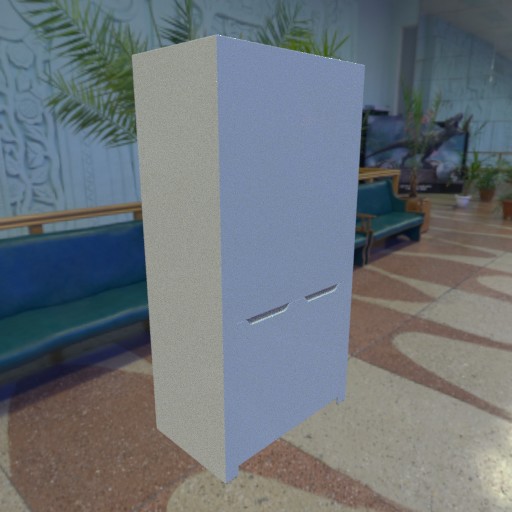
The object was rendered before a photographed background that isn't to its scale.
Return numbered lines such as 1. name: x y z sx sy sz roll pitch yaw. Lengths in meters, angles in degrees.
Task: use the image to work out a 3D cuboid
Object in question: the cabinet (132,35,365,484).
1. cabinet: 0.000 0.000 2.351 0.580 1.920 0.980 14 21 43
